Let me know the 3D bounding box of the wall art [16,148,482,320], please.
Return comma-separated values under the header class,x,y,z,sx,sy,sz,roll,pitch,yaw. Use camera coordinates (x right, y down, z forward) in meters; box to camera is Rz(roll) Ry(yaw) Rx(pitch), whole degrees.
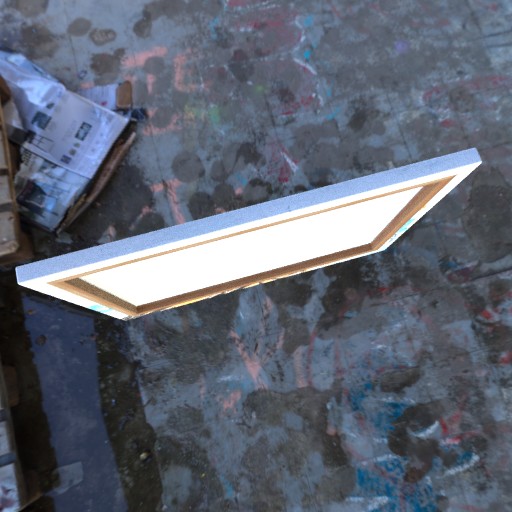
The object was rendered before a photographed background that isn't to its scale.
class,x,y,z,sx,sy,sz,roll,pitch,yaw
wall art,0.000,0.000,1.306,1.016,0.762,0.038,-15,77,-4
